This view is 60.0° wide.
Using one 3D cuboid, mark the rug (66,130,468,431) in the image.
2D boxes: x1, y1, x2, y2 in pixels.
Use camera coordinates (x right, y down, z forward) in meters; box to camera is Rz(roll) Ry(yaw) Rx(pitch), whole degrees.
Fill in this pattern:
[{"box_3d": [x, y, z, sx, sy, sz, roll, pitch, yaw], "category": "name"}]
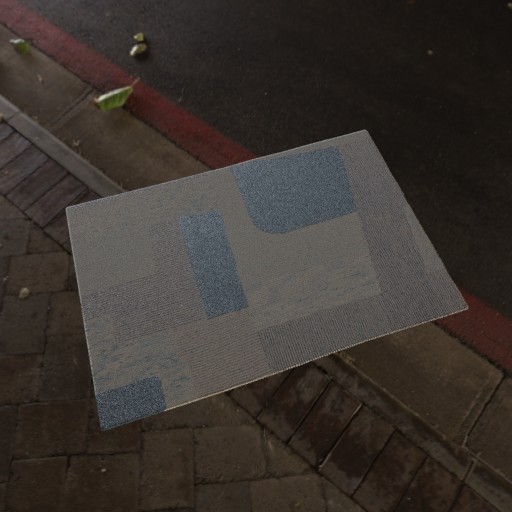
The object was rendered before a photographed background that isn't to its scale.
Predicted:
[{"box_3d": [0.000, 0.000, 2.357, 1.847, 0.020, 1.238, -16, 64, -8], "category": "rug"}]
